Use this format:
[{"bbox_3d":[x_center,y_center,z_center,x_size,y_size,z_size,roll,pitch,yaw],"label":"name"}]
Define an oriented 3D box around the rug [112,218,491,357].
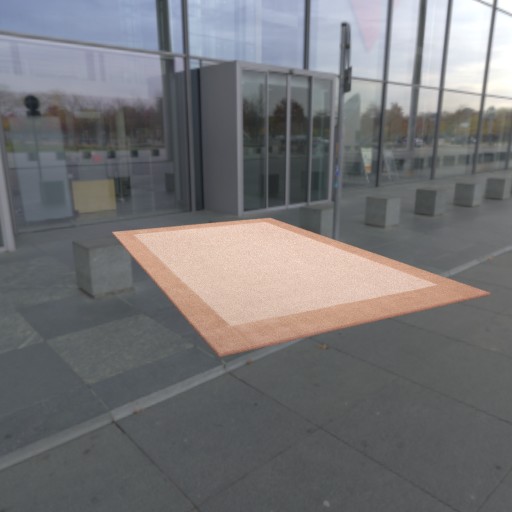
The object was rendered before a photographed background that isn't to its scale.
[{"bbox_3d":[0.000,0.000,3.036,1.524,0.014,2.438,-7,17,-25],"label":"rug"}]
